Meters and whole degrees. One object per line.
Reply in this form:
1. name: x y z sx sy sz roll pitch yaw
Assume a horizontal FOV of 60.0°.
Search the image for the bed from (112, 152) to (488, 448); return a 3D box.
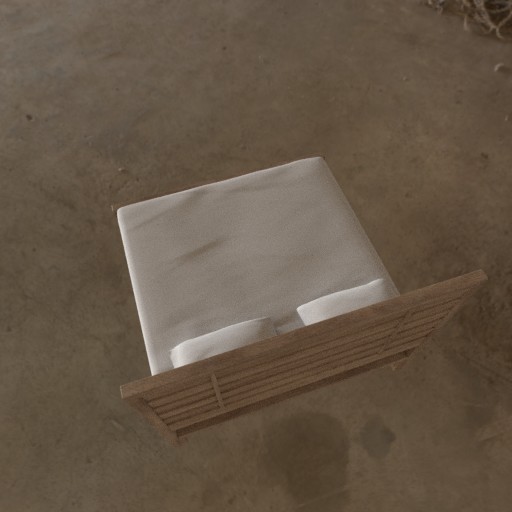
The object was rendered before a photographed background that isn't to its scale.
1. bed: 0.000 0.000 3.468 2.032 1.626 2.032 -16 60 -10
